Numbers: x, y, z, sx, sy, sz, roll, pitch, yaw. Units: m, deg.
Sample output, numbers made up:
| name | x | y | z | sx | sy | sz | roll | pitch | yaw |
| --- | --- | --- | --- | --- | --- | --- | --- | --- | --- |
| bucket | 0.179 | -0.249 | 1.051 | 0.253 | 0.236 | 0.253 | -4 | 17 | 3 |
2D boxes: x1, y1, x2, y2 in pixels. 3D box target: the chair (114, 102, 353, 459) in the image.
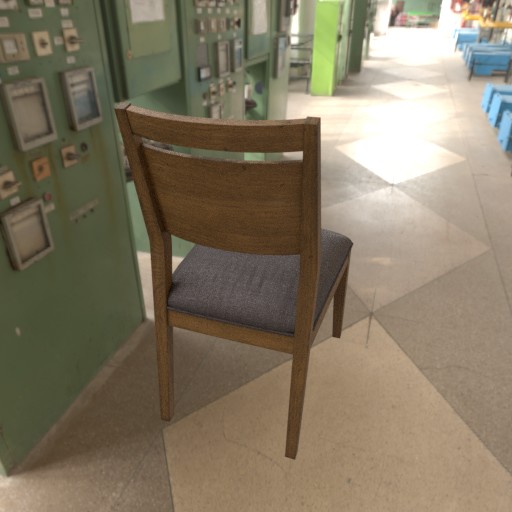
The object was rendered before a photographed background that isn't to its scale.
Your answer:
| name | x | y | z | sx | sy | sz | roll | pitch | yaw |
| --- | --- | --- | --- | --- | --- | --- | --- | --- | --- |
| chair | 0.000 | 0.000 | 1.307 | 0.501 | 0.939 | 0.610 | 10 | 31 | 16 |
